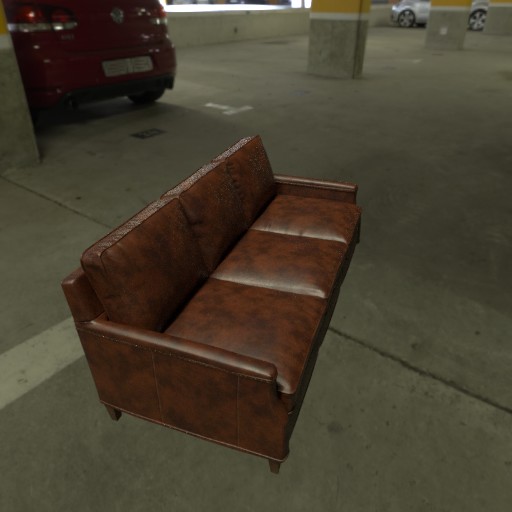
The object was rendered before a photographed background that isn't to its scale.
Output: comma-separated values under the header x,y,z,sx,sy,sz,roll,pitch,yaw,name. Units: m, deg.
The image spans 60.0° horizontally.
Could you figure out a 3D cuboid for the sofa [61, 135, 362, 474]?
x,y,z,sx,sy,sz,roll,pitch,yaw,name
0.000,0.000,2.841,1.084,1.003,2.240,10,32,17,sofa
